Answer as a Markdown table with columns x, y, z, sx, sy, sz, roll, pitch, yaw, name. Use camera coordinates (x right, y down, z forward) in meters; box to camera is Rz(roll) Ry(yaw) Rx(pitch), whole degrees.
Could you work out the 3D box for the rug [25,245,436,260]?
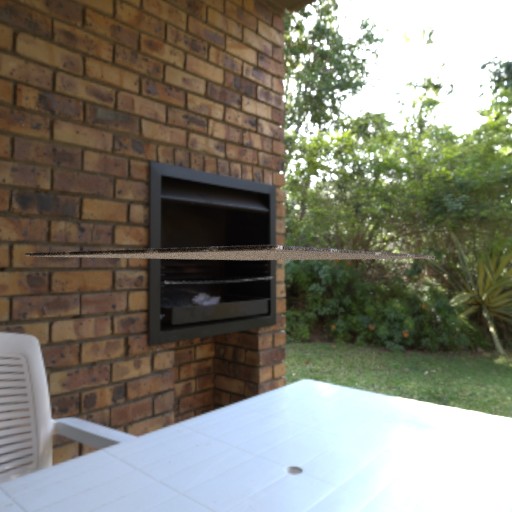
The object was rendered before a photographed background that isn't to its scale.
| x | y | z | sx | sy | sz | roll | pitch | yaw | name |
| --- | --- | --- | --- | --- | --- | --- | --- | --- | --- |
| 0.000 | 0.000 | 4.100 | 2.438 | 0.029 | 3.047 | -1 | -2 | 36 | rug |
